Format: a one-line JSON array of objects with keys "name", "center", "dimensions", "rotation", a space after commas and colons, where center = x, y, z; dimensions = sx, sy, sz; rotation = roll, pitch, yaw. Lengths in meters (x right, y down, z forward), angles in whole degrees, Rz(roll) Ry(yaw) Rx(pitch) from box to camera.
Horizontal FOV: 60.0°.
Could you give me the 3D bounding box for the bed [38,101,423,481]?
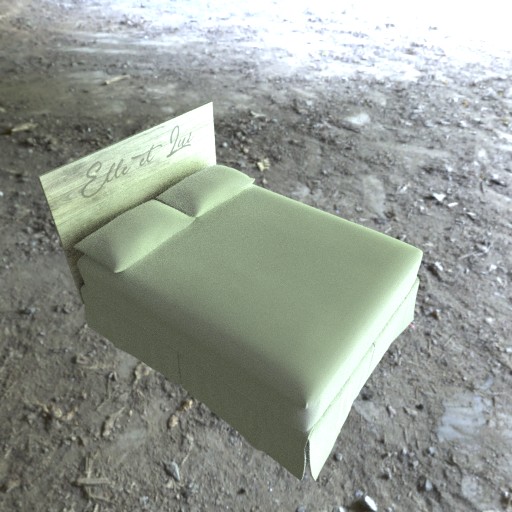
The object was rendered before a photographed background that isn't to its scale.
[{"name": "bed", "center": [0.000, 0.000, 3.176], "dimensions": [2.094, 1.335, 1.745], "rotation": [25, 45, 28]}]
